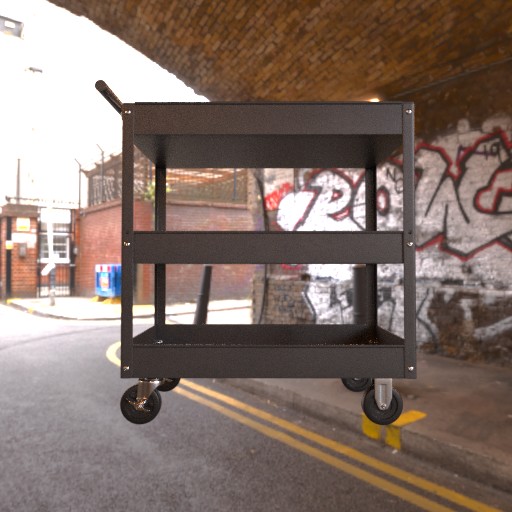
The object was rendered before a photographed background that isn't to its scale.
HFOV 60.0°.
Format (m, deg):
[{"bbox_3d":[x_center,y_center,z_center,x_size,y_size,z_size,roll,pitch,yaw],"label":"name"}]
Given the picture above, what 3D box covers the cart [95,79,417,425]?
[{"bbox_3d":[0.000,0.000,1.161,0.719,0.780,0.366,0,-1,0],"label":"cart"}]
